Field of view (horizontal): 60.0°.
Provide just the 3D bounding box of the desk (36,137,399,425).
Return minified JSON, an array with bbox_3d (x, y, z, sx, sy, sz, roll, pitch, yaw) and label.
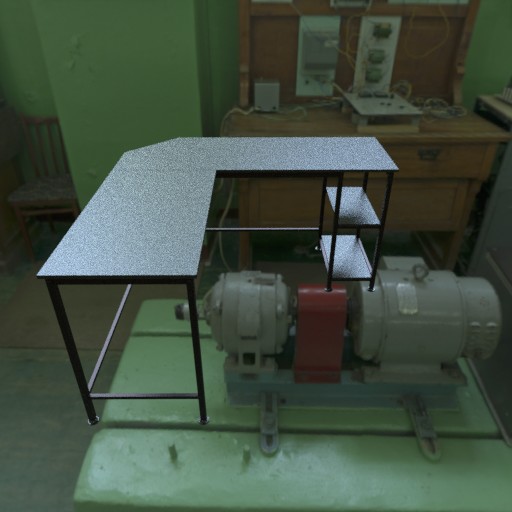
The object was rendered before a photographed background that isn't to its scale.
[{"bbox_3d":[0.000,0.000,2.166,1.379,0.739,1.379,0,33,0],"label":"desk"}]
